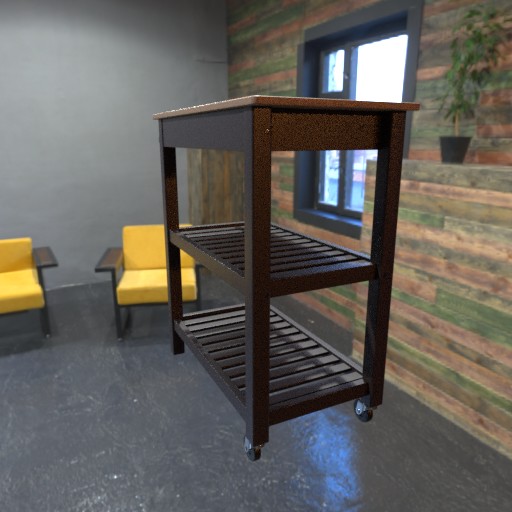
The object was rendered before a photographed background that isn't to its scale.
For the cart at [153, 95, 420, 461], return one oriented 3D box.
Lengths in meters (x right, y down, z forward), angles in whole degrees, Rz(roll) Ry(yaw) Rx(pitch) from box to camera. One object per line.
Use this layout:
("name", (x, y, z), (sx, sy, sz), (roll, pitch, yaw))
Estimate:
("cart", (0.000, 0.000, 1.486), (0.457, 0.927, 0.899), (-7, 16, -25))
